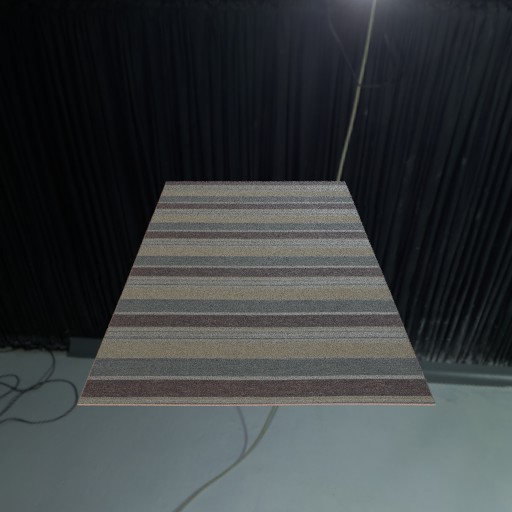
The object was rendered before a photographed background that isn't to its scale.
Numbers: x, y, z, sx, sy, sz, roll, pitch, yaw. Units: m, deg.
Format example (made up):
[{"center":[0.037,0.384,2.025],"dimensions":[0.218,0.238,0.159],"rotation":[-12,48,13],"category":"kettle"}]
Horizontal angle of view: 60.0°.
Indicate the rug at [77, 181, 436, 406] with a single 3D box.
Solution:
[{"center":[0.000,0.000,2.264],"dimensions":[1.219,0.008,1.829],"rotation":[0,34,0],"category":"rug"}]
